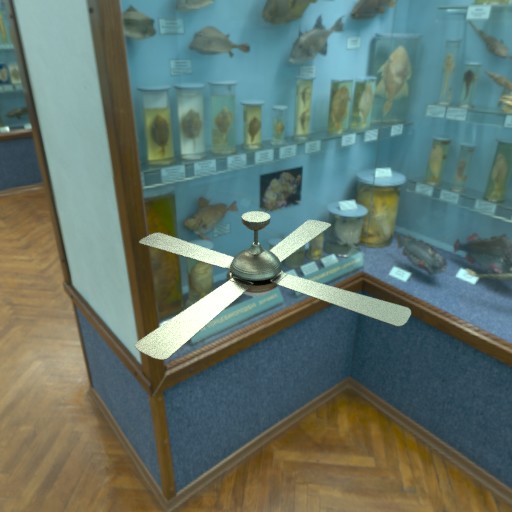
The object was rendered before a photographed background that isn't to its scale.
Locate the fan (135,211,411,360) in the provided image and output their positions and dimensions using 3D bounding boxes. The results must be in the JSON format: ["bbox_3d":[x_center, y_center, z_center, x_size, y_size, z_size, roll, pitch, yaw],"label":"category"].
[{"bbox_3d":[0.000,0.000,1.987,1.321,0.381,1.321,-19,33,-32],"label":"fan"}]
